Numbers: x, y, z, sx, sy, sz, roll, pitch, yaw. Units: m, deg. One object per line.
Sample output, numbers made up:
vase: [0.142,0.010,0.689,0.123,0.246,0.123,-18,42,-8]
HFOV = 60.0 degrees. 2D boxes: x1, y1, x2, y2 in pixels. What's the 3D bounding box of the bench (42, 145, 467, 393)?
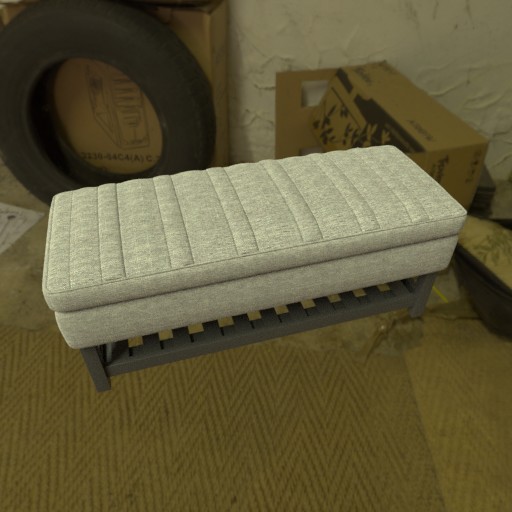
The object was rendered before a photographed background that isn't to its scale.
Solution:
bench: [0.000,0.000,1.344,1.100,0.470,0.429,-11,42,-12]
